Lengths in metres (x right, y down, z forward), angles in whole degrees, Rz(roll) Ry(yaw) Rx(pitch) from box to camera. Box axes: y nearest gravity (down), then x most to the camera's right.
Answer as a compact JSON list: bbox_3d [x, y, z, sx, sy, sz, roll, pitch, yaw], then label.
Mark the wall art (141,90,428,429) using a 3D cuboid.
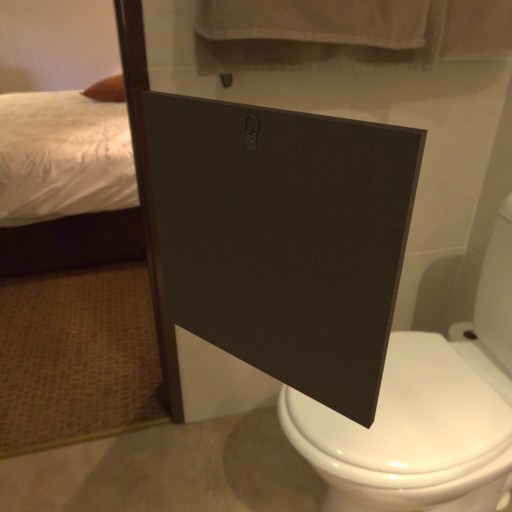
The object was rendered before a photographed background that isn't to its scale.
[{"bbox_3d":[0.000,0.000,1.248,0.805,0.807,0.043,20,35,32],"label":"wall art"}]
